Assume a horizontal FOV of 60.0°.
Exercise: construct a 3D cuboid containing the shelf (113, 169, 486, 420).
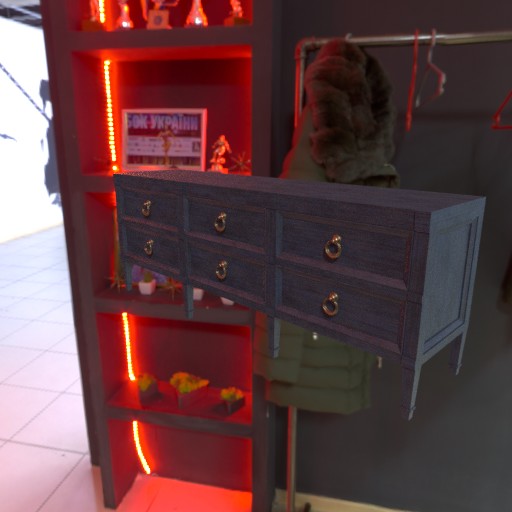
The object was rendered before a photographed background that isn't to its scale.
[{"bbox_3d":[0.000,0.000,2.176,1.878,0.715,0.471,15,21,43],"label":"shelf"}]
